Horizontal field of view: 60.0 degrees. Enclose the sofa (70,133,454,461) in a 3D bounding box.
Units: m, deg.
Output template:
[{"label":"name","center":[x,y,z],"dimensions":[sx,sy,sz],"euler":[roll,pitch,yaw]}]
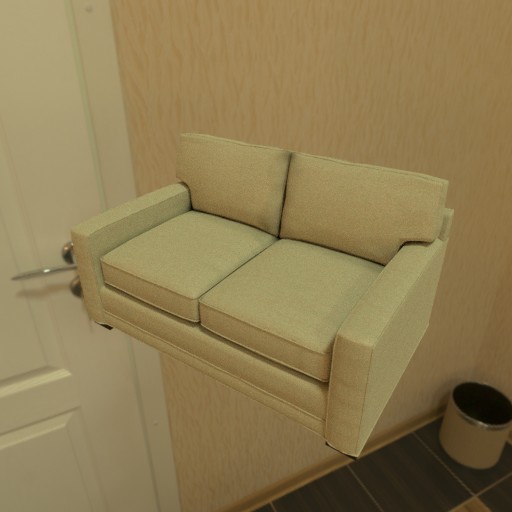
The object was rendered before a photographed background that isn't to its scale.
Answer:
[{"label":"sofa","center":[0.000,0.000,2.079],"dimensions":[1.484,0.853,0.942],"euler":[18,34,29]}]
